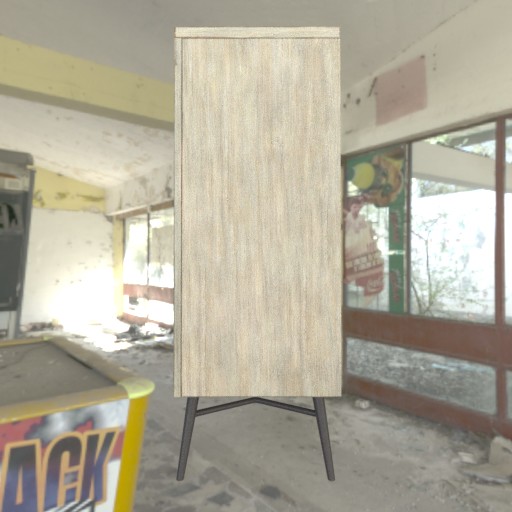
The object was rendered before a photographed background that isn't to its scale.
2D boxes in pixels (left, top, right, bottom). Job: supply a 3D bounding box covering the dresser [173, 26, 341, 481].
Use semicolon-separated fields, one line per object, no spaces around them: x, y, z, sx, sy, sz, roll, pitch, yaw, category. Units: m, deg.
0.000;0.000;1.689;0.457;1.219;1.016;0;-1;0;dresser
